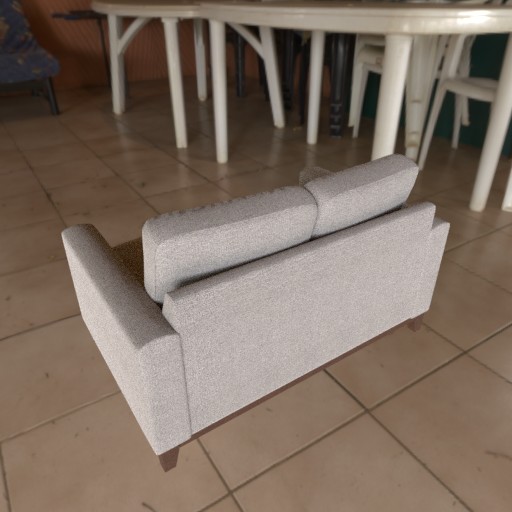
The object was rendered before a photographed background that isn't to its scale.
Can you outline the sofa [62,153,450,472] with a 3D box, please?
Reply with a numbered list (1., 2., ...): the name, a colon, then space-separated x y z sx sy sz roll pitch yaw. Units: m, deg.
1. sofa: 0.000 0.000 1.976 1.420 0.873 0.917 -19 36 -29
